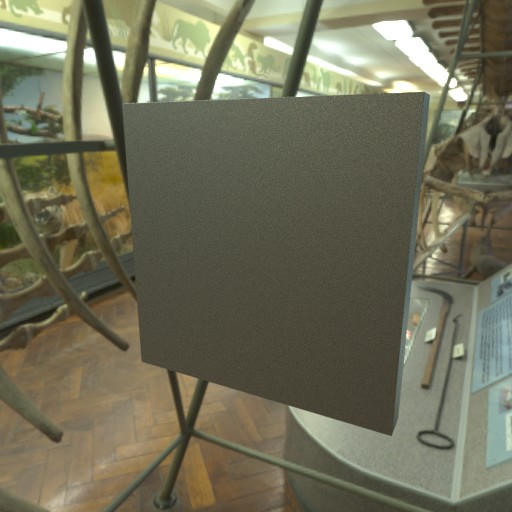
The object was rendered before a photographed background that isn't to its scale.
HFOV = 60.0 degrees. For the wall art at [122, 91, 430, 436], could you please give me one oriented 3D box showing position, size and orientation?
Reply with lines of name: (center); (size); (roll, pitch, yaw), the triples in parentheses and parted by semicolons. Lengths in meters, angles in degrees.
wall art: (0.000, 0.000, 0.525); (0.350, 0.350, 0.038); (8, 17, 26)
